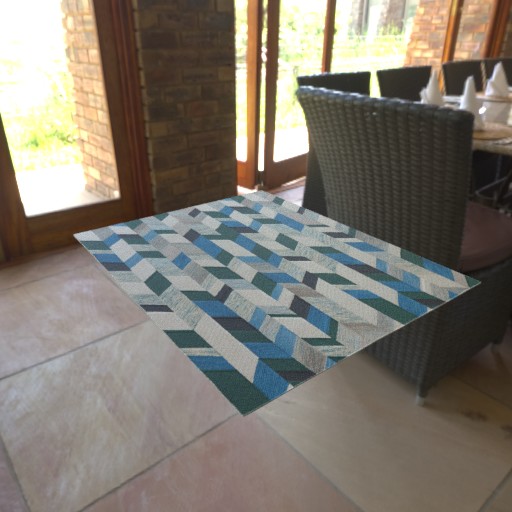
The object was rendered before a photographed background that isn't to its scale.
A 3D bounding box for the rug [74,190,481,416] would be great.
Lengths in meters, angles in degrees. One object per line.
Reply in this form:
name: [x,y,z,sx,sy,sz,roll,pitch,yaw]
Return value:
rug: [0.000,0.000,4.112,2.440,0.008,3.036,-18,32,-32]
